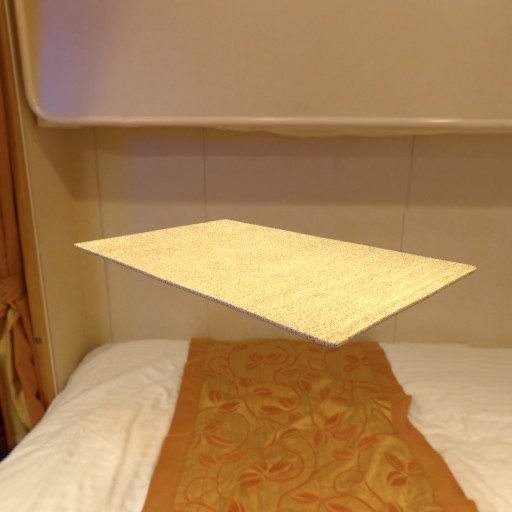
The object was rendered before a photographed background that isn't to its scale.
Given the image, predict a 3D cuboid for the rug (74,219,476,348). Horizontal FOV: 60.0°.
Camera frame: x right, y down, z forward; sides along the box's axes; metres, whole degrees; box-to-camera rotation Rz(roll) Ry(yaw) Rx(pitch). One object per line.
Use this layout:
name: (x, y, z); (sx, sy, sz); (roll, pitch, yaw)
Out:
rug: (0.000, 0.000, 2.992); (1.500, 0.025, 2.349); (-14, 20, -43)
